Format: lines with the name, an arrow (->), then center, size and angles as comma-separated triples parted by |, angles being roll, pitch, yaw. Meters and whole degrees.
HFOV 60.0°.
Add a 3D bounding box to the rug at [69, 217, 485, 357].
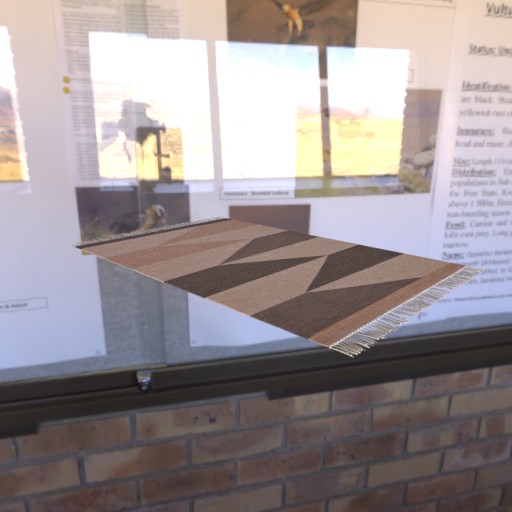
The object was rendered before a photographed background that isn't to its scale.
rug -> 0.000, 0.000, 2.456 | 2.021, 0.027, 1.224 | 15, 22, 42
